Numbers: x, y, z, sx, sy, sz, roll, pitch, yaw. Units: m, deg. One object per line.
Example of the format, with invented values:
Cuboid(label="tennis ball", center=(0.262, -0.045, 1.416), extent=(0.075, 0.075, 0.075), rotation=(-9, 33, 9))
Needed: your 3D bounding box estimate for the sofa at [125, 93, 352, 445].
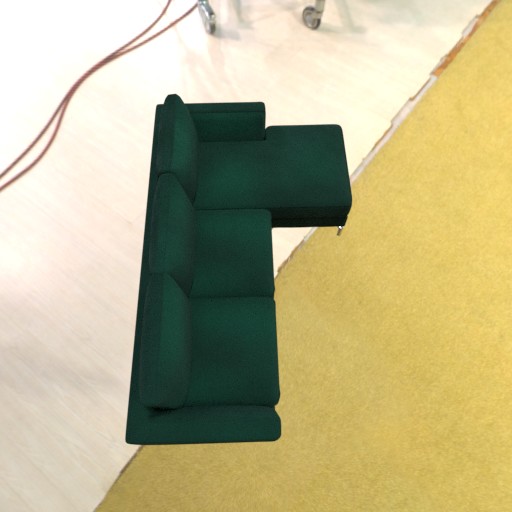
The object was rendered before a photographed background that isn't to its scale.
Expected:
Cuboid(label="sofa", center=(0.000, 0.000, 3.135), extent=(1.489, 1.007, 2.441), rotation=(-1, 64, -1))
